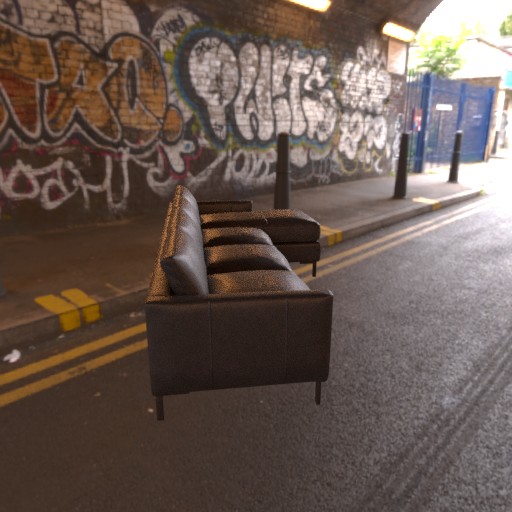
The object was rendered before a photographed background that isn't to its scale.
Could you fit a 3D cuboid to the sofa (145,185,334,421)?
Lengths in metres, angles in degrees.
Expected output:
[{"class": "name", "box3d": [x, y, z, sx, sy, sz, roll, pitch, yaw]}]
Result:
[{"class": "sofa", "box3d": [0.000, 0.000, 3.572, 1.471, 0.859, 2.993, -2, 16, -8]}]
